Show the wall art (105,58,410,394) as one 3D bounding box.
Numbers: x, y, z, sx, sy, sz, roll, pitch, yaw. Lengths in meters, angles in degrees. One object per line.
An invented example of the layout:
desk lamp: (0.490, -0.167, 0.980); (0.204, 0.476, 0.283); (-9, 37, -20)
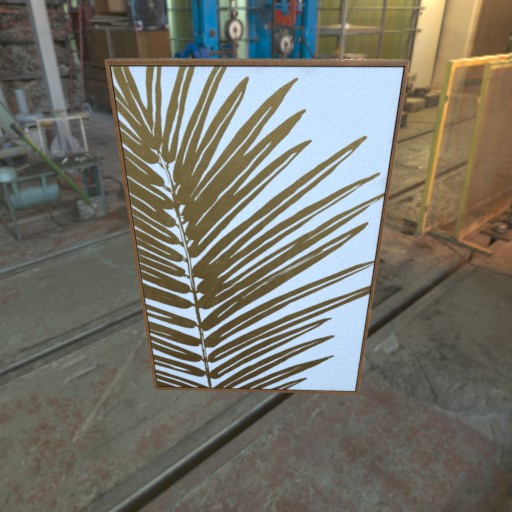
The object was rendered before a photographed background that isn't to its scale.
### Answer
wall art: (0.000, 0.000, 1.123); (0.610, 0.914, 0.037); (1, 29, 2)
